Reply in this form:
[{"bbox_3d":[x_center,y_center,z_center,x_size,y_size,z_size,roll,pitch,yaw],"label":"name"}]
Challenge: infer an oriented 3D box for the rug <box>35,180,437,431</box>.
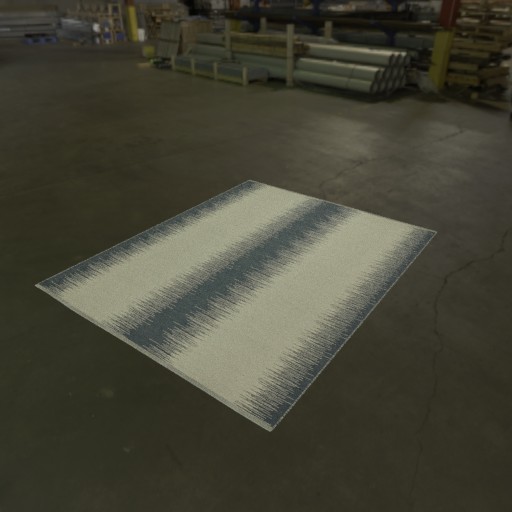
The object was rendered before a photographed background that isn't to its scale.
[{"bbox_3d":[0.000,0.000,4.185,2.453,0.004,3.037,21,37,31],"label":"rug"}]
